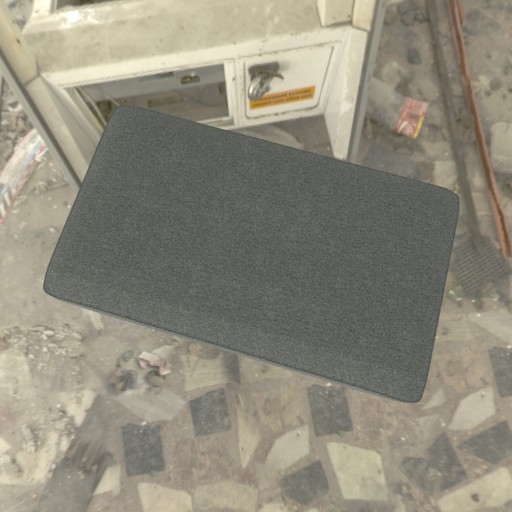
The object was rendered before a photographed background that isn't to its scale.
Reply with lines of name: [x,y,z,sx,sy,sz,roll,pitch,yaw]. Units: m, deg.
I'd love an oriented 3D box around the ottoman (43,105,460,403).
ottoman: [0.000,0.000,1.550,1.173,0.494,0.681,16,77,4]
